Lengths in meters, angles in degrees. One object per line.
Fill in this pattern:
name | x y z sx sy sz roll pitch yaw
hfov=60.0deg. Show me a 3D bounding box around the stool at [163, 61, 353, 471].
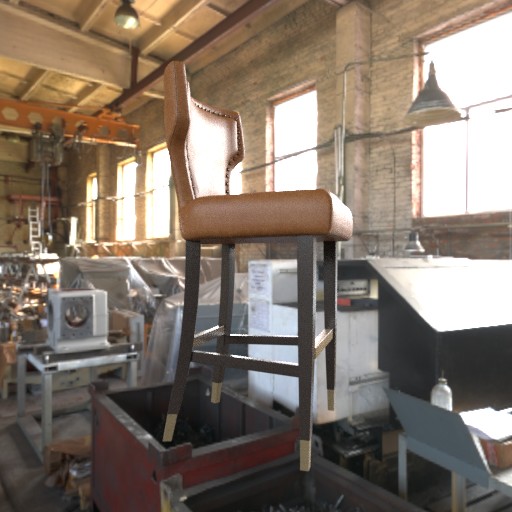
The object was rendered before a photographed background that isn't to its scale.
stool | 0.000 0.000 1.416 0.563 1.092 0.526 0 0 18
